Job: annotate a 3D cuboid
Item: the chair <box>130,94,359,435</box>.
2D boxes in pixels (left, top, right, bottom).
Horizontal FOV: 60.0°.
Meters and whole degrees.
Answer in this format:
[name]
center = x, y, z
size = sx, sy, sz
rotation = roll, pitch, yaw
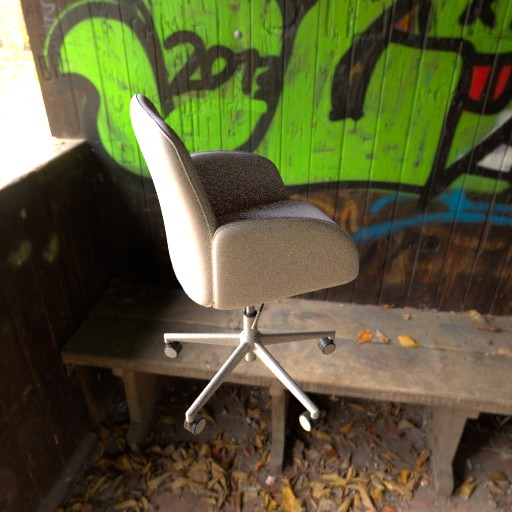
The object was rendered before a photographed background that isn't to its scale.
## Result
[chair]
center = 0.000, 0.000, 1.382
size = 0.633, 0.959, 0.648
rotation = -10, 32, -17
